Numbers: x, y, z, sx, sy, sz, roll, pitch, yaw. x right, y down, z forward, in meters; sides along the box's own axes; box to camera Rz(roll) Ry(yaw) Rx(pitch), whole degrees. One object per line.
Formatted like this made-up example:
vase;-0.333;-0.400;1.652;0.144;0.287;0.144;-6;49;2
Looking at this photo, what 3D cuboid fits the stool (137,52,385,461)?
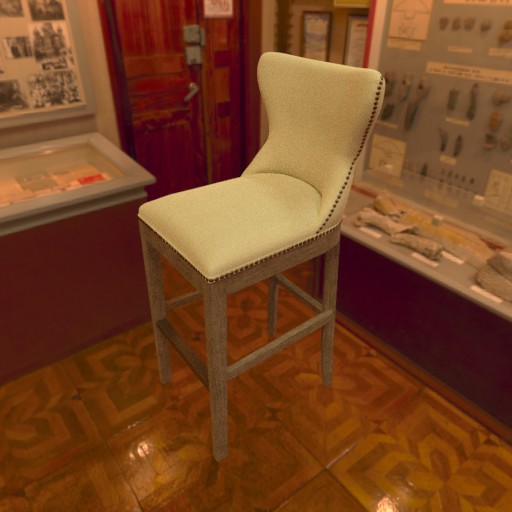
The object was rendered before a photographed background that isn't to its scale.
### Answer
stool;0.000;0.000;1.417;0.606;1.123;0.494;-21;37;-30
